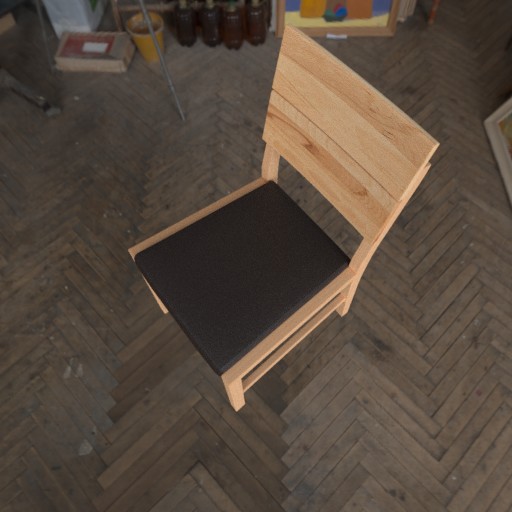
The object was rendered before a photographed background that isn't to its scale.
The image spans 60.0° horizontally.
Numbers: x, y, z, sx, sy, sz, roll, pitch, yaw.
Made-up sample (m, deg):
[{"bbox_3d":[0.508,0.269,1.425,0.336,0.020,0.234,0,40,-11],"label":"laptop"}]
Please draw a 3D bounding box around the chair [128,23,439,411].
[{"bbox_3d":[0.000,0.000,1.237,0.560,0.950,0.475,-35,69,-16],"label":"chair"}]
